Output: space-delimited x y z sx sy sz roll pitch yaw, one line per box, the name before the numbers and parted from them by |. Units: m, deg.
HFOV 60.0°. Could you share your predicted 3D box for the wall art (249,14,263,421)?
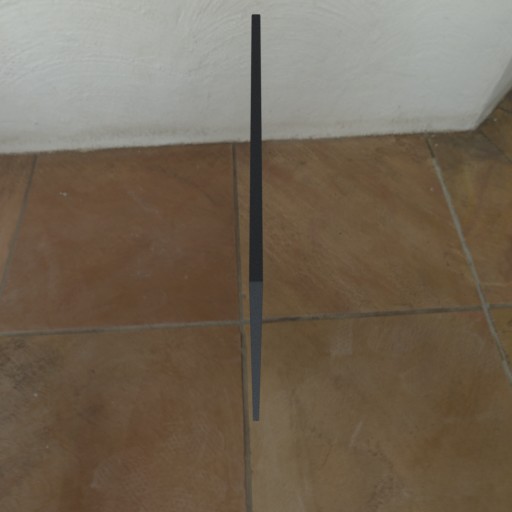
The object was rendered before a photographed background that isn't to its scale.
wall art | 0.000 0.000 0.672 0.012 0.529 0.374 0 58 0
